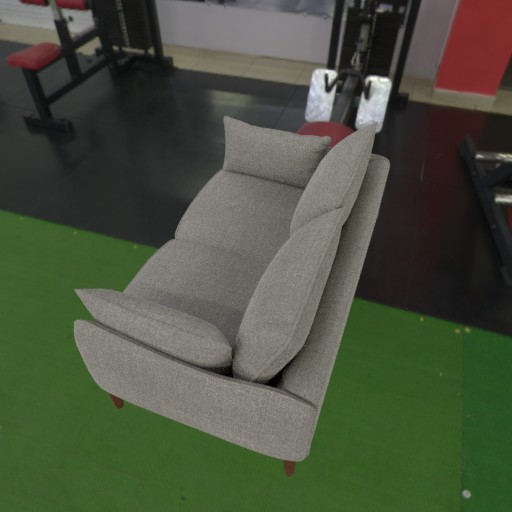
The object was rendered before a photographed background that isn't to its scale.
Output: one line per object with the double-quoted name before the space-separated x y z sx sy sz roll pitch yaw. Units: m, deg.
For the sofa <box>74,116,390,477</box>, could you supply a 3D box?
"sofa" 0.000 0.000 2.107 0.972 0.851 1.580 15 47 14
